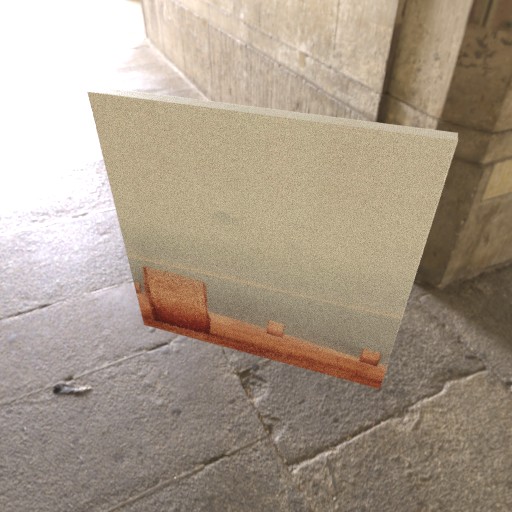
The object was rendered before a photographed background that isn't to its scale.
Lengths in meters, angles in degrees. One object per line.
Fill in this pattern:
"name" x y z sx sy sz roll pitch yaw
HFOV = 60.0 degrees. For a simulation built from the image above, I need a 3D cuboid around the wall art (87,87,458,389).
"wall art" 0.000 0.000 1.128 0.760 0.760 0.042 12 42 14
